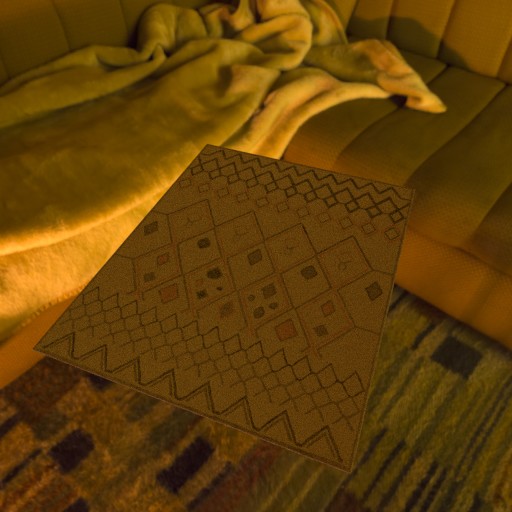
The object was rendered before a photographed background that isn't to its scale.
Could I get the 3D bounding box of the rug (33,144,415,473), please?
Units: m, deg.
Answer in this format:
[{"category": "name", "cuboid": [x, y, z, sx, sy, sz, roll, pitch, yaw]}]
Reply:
[{"category": "rug", "cuboid": [0.000, 0.000, 4.021, 2.441, 0.016, 3.050, 16, 48, 15]}]
